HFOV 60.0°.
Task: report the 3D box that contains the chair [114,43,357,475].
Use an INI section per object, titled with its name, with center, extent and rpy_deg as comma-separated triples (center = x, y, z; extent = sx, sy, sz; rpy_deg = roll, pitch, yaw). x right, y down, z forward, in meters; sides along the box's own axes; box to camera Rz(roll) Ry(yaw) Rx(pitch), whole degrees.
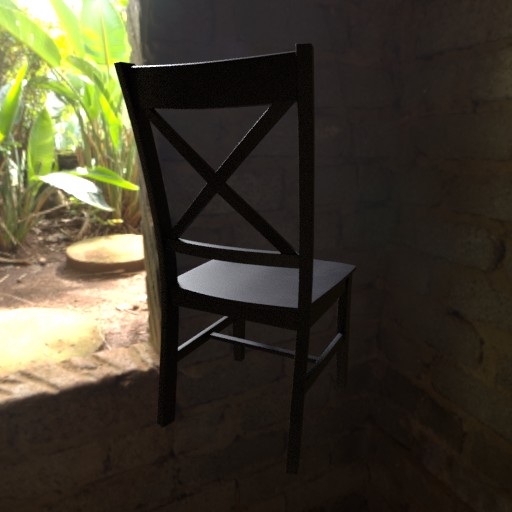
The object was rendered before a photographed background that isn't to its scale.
[chair]
center = 0.000, 0.000, 1.255
extent = 0.485, 0.983, 0.542
rpy_deg = 8, 17, 26
